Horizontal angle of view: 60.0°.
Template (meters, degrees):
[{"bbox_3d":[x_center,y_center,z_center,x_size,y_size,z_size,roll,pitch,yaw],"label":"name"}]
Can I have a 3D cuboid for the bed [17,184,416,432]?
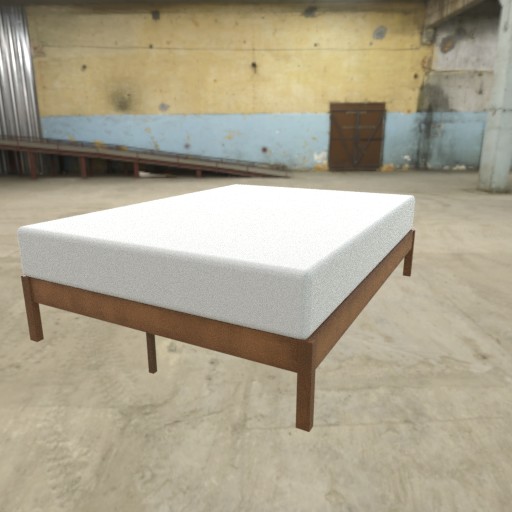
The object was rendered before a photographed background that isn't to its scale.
[{"bbox_3d":[0.000,0.000,2.708,1.529,0.593,2.050,8,18,27],"label":"bed"}]
